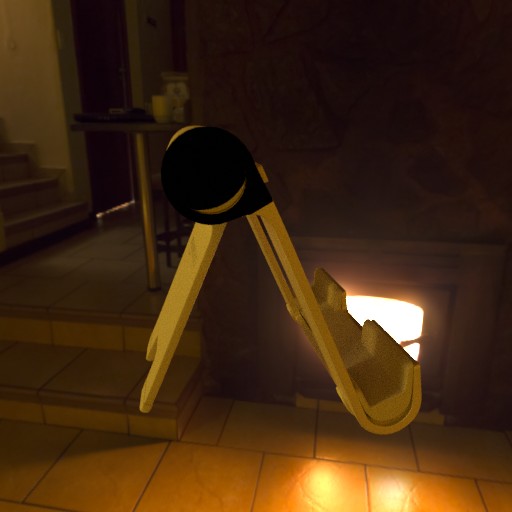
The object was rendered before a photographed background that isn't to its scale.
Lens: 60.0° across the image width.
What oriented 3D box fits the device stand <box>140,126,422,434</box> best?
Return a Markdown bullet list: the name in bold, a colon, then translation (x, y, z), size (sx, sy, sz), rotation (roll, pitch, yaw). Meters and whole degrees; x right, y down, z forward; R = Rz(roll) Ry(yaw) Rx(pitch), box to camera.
- **device stand**: translation (0.000, 0.000, 0.149), size (0.079, 0.084, 0.086), rotation (-3, 17, -9)
